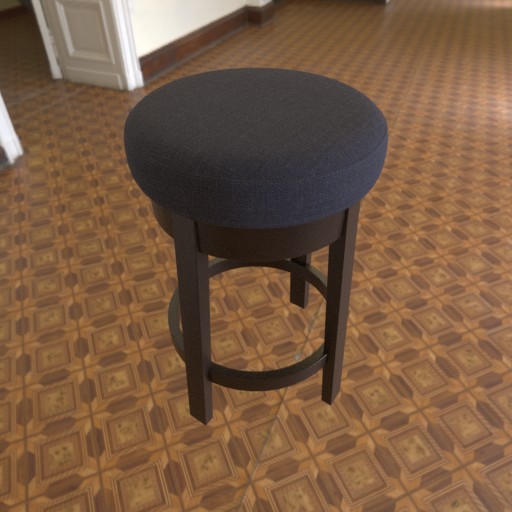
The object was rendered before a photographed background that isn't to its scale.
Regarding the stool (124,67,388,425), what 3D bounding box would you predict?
[{"bbox_3d":[0.000,0.000,0.916,0.449,0.655,0.449,0,40,0],"label":"stool"}]
